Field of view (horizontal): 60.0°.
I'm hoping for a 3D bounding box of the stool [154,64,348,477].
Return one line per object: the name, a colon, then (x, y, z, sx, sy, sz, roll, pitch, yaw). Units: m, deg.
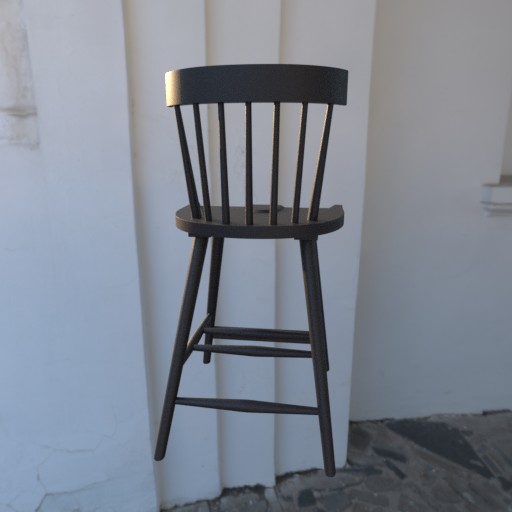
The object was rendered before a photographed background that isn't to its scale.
stool: (0.000, 0.000, 1.245, 0.494, 0.953, 0.549, 2, 14, 7)
